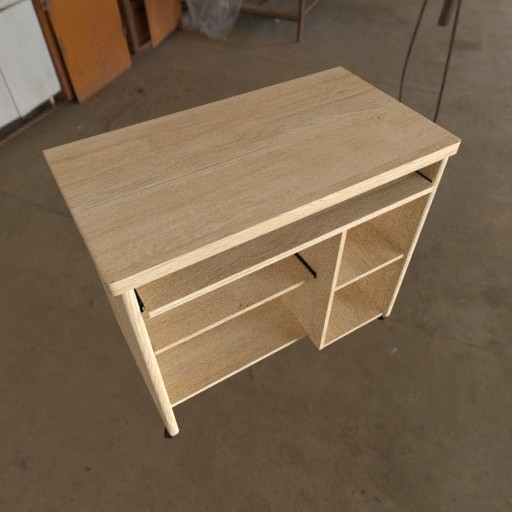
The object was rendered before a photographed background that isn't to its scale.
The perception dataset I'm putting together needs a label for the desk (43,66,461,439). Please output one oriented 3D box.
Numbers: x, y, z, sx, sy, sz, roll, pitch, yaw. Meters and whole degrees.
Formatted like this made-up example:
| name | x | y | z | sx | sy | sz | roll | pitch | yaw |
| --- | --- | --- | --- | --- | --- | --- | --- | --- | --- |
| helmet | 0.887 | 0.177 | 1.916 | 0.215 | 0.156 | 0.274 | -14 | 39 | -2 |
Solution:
| name | x | y | z | sx | sy | sz | roll | pitch | yaw |
| --- | --- | --- | --- | --- | --- | --- | --- | --- | --- |
| desk | 0.000 | 0.000 | 1.338 | 0.885 | 0.770 | 0.480 | -24 | 51 | -20 |
